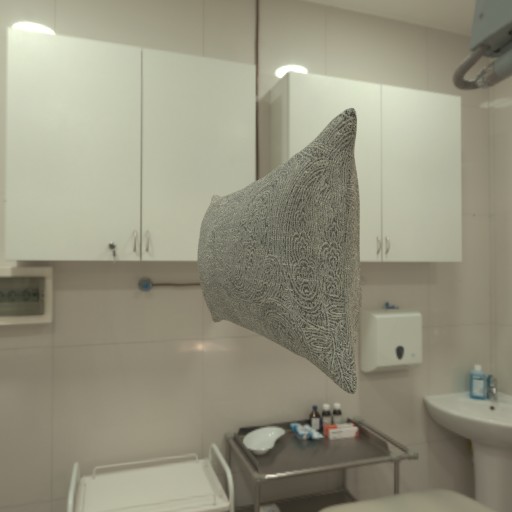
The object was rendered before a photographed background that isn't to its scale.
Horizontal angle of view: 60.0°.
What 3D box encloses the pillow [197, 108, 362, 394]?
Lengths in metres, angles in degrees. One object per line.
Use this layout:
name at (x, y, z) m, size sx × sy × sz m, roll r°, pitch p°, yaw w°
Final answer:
pillow at (0.000, 0.000, 0.739) m, size 0.151 × 0.295 × 0.615 m, roll 0°, pitch -1°, yaw -19°
